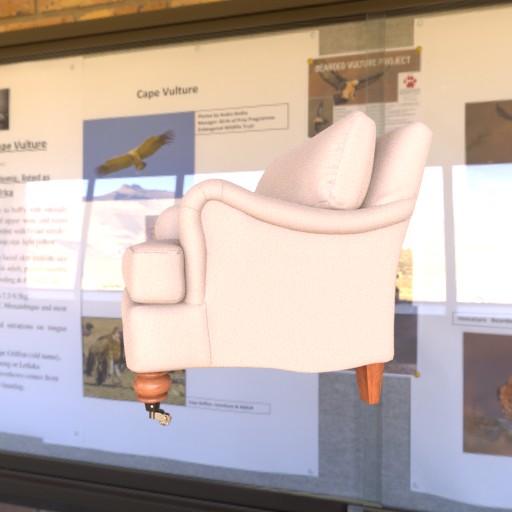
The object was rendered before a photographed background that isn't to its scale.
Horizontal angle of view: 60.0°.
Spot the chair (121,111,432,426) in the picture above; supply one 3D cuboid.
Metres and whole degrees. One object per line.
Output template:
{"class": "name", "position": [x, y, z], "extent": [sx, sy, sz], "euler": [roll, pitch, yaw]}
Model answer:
{"class": "chair", "position": [0.000, 0.000, 1.844], "extent": [1.070, 1.038, 0.955], "euler": [0, 1, -17]}
